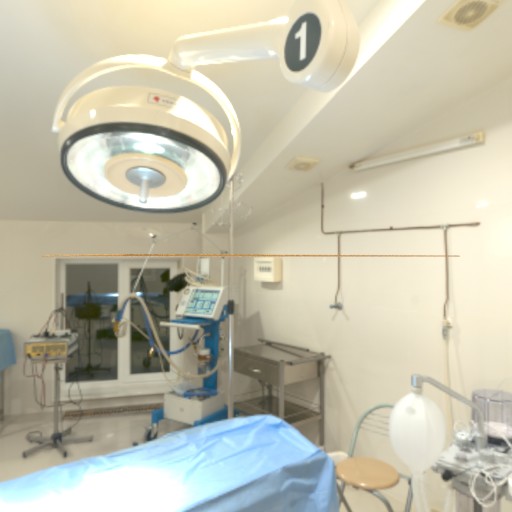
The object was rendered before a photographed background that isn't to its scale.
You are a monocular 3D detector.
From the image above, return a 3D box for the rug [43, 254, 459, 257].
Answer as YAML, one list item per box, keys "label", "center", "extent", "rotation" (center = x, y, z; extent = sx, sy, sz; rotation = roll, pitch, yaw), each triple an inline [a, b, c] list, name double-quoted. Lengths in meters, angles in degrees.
- label: "rug"
  center: [0.000, 0.000, 2.956]
  extent: [2.336, 0.007, 1.525]
  rotation: [0, 0, -36]
